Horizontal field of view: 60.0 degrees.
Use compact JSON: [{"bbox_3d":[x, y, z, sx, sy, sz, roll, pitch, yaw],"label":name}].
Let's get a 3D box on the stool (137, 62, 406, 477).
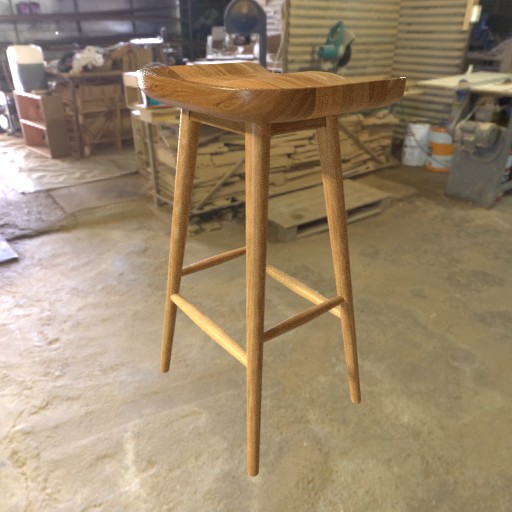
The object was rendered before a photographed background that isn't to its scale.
[{"bbox_3d":[0.000,0.000,0.908,0.322,0.698,0.407,-20,33,-33],"label":"stool"}]
